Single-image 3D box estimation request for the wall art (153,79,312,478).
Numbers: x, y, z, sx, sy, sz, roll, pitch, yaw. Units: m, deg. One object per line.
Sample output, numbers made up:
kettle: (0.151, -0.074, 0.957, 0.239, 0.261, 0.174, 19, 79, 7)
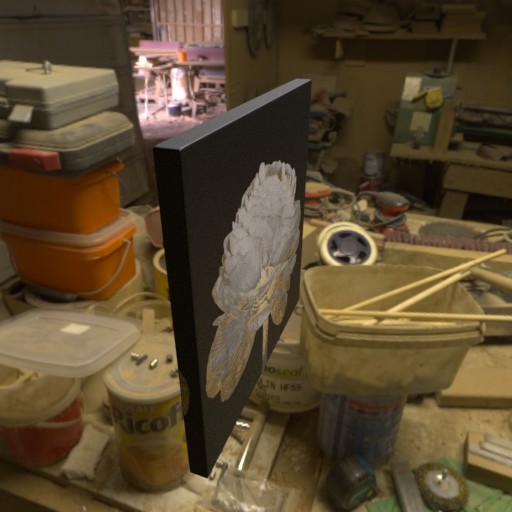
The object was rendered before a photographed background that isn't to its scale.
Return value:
wall art: (0.000, 0.000, 0.915, 0.043, 0.611, 0.610, 11, 31, 18)
